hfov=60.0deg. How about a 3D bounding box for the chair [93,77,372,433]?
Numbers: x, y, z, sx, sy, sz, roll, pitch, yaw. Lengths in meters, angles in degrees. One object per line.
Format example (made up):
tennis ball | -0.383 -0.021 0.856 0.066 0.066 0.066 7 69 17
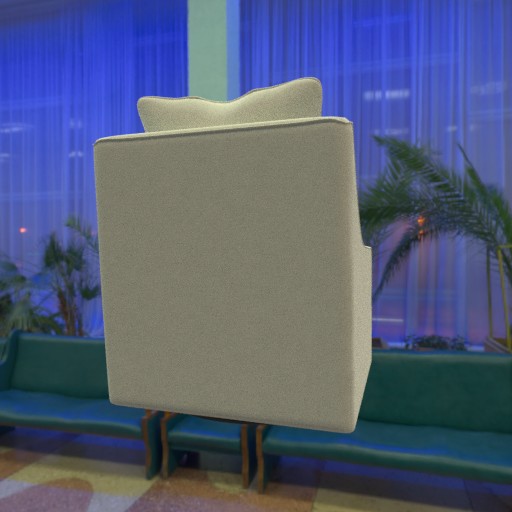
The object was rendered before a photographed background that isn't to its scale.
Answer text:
chair | 0.000 0.000 1.580 0.756 0.965 0.876 0 1 18
